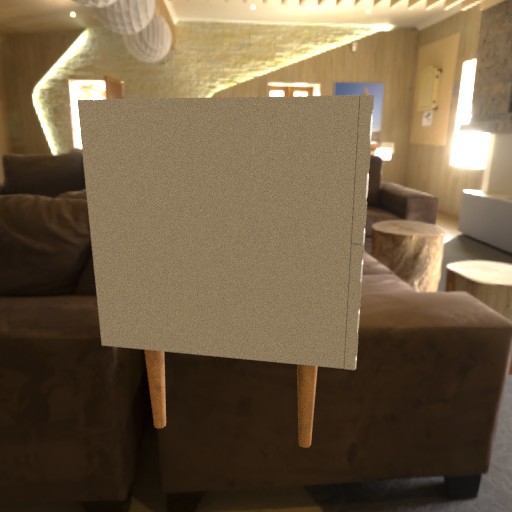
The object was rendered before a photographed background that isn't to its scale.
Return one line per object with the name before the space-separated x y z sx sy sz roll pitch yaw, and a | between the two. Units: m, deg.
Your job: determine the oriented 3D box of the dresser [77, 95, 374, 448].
dresser | 0.000 0.000 0.896 0.414 0.568 0.503 3 16 11
